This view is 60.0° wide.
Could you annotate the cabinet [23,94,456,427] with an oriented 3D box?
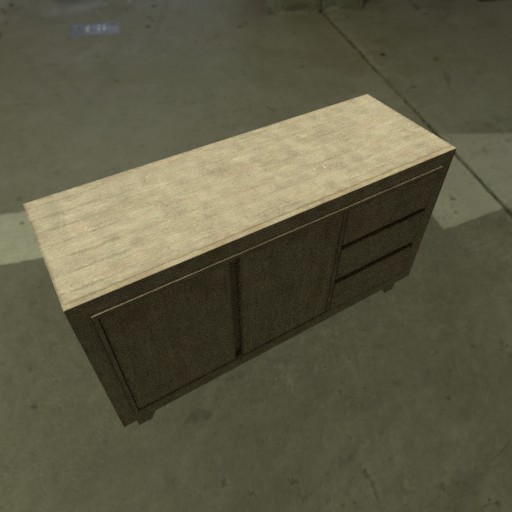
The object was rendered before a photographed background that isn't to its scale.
[{"bbox_3d":[0.000,0.000,1.846,1.460,0.825,0.511,-24,51,-21],"label":"cabinet"}]
